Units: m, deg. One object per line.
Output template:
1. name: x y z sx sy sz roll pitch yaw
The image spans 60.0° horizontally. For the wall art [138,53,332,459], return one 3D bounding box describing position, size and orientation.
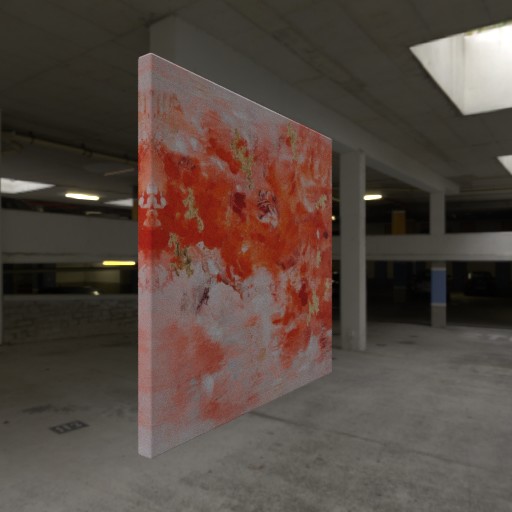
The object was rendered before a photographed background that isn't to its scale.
1. wall art: 0.000 0.000 1.131 0.064 0.746 0.747 0 0 36
